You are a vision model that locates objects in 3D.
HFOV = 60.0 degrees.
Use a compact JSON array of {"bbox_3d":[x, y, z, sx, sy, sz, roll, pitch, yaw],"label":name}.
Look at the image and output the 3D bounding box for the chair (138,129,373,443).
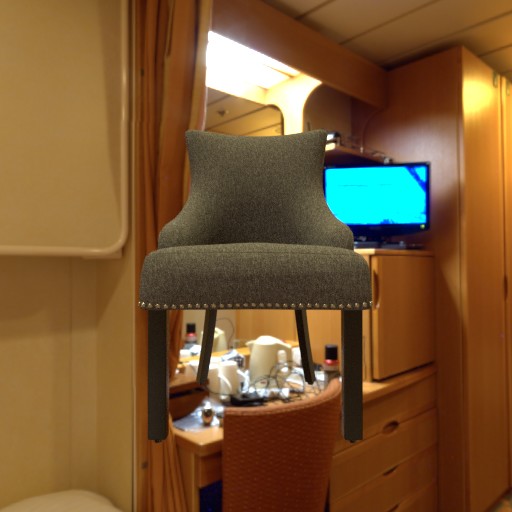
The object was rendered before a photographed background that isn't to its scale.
[{"bbox_3d":[0.000,0.000,1.338,0.566,0.909,0.629,0,-1,0],"label":"chair"}]
